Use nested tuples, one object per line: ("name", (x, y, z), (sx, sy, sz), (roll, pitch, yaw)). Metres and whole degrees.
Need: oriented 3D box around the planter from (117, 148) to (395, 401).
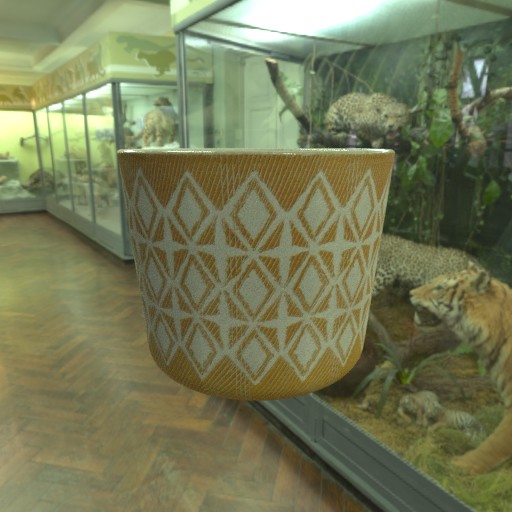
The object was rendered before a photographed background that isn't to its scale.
("planter", (0.000, 0.000, 0.223), (0.126, 0.104, 0.126), (0, 14, 0))
